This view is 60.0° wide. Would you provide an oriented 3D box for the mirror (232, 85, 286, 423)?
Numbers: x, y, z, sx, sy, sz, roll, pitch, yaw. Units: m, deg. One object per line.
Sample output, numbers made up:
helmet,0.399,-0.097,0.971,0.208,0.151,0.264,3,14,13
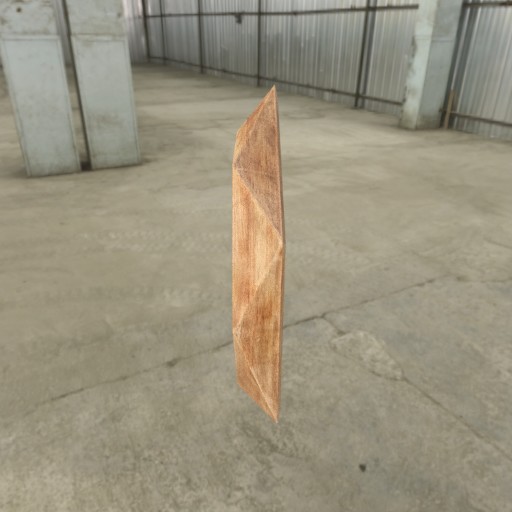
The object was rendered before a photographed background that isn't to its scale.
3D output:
mirror,0.000,0.000,1.075,0.091,0.779,0.675,0,27,0
